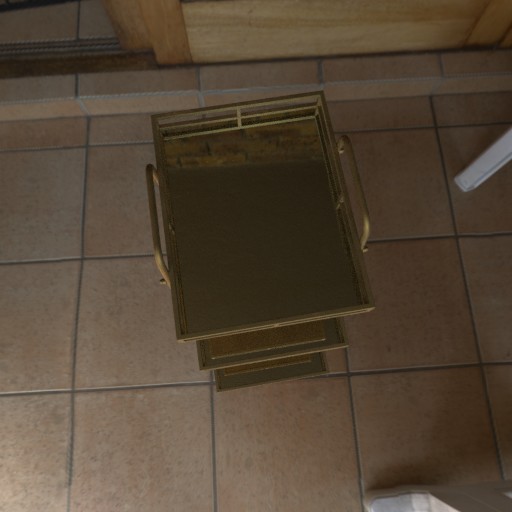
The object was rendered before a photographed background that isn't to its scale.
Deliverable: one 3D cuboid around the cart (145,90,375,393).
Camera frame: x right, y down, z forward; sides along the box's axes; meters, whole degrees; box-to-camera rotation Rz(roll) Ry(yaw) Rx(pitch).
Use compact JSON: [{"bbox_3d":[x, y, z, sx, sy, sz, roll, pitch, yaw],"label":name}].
[{"bbox_3d":[0.000,0.000,1.267,0.441,0.883,0.711,-9,75,-3],"label":"cart"}]
